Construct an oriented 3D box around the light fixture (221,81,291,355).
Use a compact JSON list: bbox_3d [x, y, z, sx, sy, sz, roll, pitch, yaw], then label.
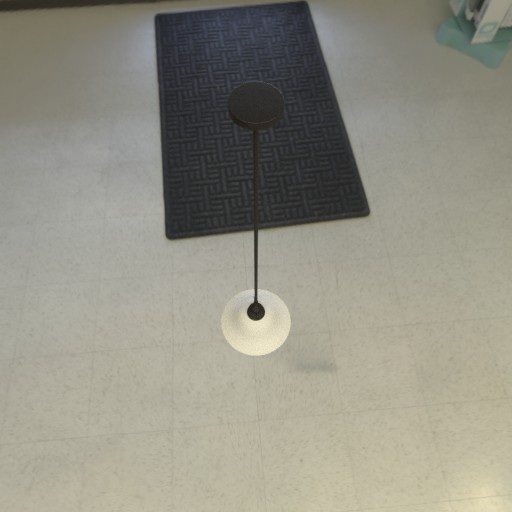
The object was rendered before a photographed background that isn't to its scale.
[{"bbox_3d":[0.000,0.000,1.468,0.324,1.337,0.324,-2,63,-1],"label":"light fixture"}]
